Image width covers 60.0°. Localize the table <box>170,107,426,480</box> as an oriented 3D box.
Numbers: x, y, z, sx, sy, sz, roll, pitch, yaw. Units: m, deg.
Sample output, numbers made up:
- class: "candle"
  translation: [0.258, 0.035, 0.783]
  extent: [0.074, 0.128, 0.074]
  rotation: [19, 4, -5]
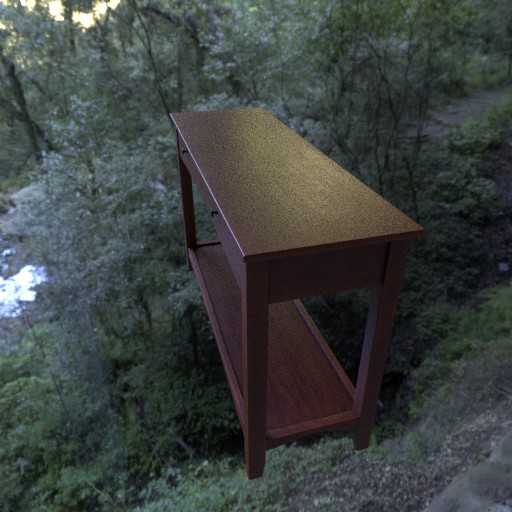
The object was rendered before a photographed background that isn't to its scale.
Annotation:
- class: "table"
  translation: [0.000, 0.000, 1.547]
  extent: [0.392, 0.739, 1.188]
  rotation: [-8, 32, -14]
